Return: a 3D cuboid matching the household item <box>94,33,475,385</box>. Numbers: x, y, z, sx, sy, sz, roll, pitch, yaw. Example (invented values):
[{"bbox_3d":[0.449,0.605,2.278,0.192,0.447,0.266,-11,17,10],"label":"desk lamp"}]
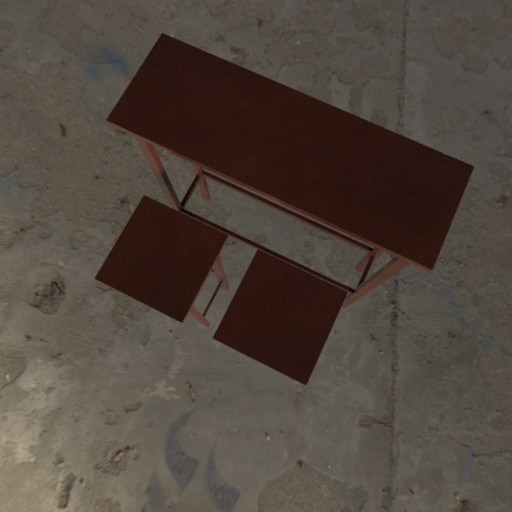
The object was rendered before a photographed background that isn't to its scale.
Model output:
[{"bbox_3d":[0.000,0.000,1.624,0.914,1.067,0.676,25,77,6],"label":"household item"}]
